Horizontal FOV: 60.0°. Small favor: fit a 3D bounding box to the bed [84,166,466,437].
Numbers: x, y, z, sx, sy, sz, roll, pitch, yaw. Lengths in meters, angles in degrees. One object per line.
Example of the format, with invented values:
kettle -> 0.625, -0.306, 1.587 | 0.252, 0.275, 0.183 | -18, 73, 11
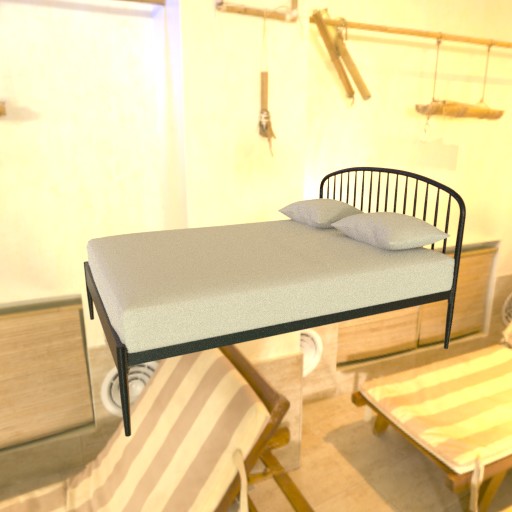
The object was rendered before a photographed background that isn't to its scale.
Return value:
bed -> 0.000, 0.000, 3.112 | 2.159, 1.166, 1.618 | -7, 16, -25
